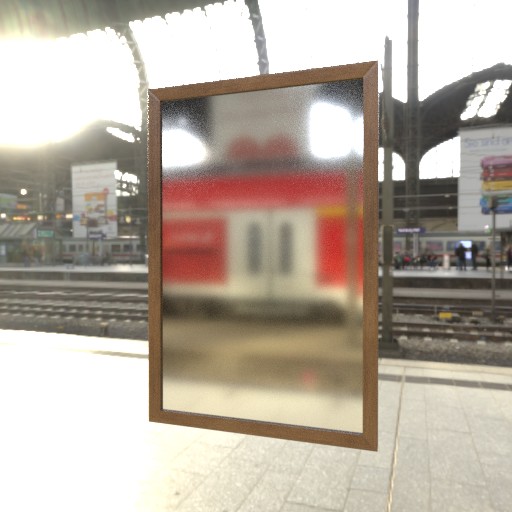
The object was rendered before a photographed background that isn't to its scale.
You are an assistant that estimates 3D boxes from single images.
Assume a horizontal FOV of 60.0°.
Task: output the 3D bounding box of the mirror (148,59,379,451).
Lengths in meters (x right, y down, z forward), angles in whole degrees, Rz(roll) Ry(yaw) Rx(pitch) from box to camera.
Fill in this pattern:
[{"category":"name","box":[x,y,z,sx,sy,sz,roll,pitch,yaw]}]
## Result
[{"category":"mirror","box":[0.000,0.000,1.144,0.609,0.915,0.040,0,1,18]}]
